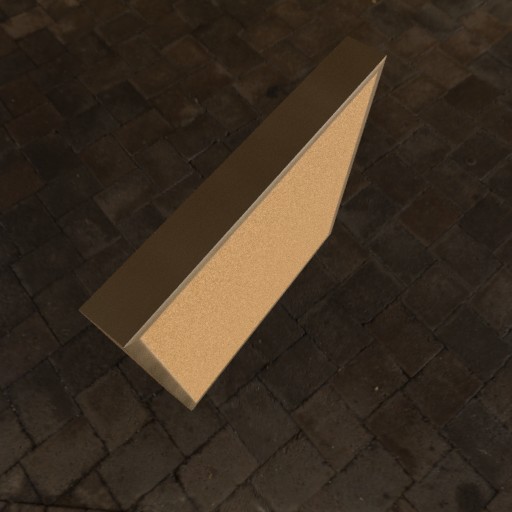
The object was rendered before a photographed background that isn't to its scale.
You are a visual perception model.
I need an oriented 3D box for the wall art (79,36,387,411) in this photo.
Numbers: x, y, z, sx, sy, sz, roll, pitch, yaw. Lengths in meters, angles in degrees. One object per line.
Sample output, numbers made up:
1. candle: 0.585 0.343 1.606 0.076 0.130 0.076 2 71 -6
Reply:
1. wall art: 0.000 0.000 0.452 0.038 0.303 0.305 34 69 15
